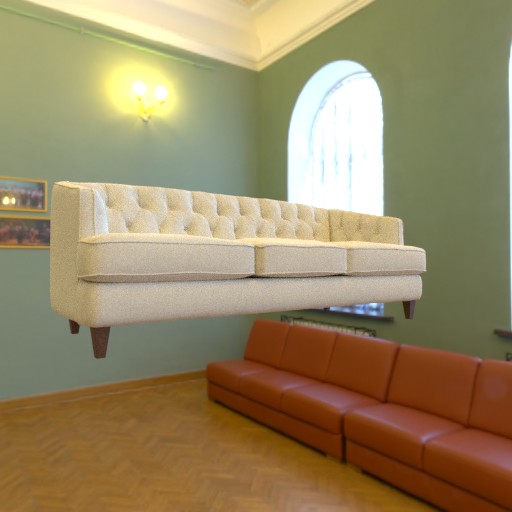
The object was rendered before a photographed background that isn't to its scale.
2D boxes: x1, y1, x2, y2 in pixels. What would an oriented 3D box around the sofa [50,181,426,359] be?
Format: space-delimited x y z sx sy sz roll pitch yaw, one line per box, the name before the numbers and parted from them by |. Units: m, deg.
sofa | 0.000 0.000 2.720 2.278 0.855 0.941 1 -1 -37
